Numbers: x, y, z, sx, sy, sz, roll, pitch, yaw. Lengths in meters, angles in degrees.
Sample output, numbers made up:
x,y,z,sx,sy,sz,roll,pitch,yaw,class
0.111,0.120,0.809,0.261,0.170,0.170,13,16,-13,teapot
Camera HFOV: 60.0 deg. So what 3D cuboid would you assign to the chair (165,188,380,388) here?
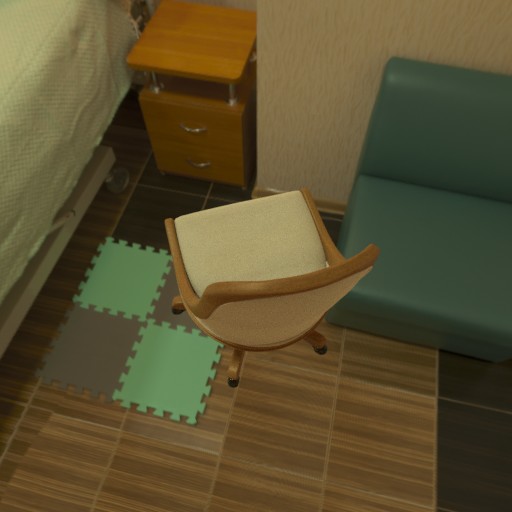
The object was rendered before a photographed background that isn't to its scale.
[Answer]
x,y,z,sx,sy,sz,roll,pitch,yaw,class
0.000,0.000,1.530,0.702,1.009,0.811,-14,59,-9,chair
